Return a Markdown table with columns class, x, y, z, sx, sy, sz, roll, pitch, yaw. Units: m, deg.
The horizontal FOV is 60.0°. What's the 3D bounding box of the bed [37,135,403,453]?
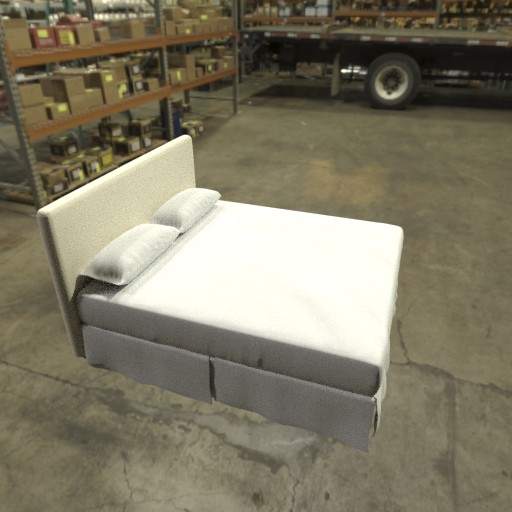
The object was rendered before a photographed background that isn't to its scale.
| class | x | y | z | sx | sy | sz | roll | pitch | yaw |
| --- | --- | --- | --- | --- | --- | --- | --- | --- | --- |
| bed | 0.000 | 0.000 | 3.638 | 2.341 | 1.317 | 2.119 | 10 | 31 | 17 |
